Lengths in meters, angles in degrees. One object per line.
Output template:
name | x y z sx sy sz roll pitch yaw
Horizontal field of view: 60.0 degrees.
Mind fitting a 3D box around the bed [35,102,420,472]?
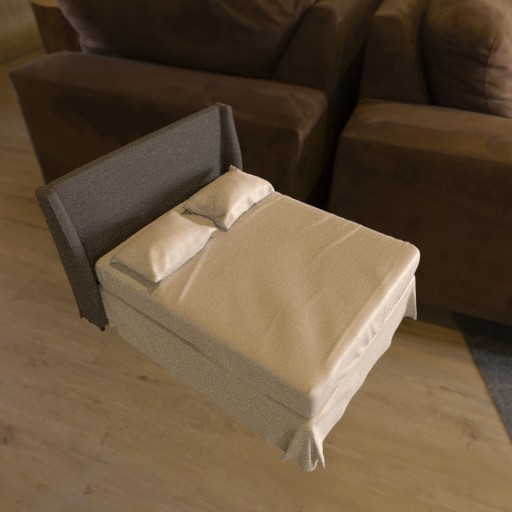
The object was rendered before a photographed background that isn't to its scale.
bed | 0.000 0.000 3.403 2.276 1.332 1.925 26 47 27
